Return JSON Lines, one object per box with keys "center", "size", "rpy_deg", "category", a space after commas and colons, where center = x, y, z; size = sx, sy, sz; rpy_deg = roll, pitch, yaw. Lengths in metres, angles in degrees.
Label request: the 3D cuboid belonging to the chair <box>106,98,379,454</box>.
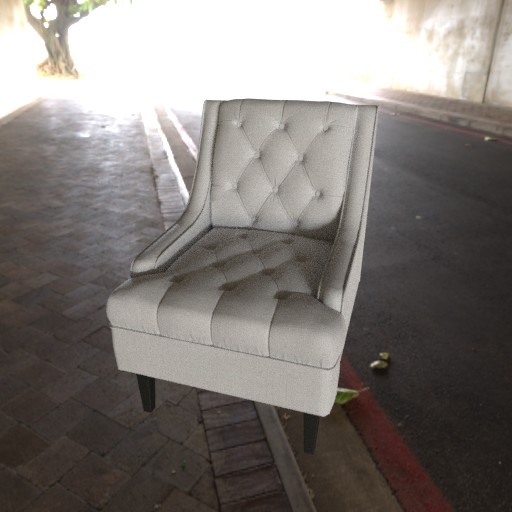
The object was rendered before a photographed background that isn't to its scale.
{"center": [0.000, 0.000, 1.425], "size": [0.658, 0.891, 0.772], "rpy_deg": [8, 26, 16], "category": "chair"}
